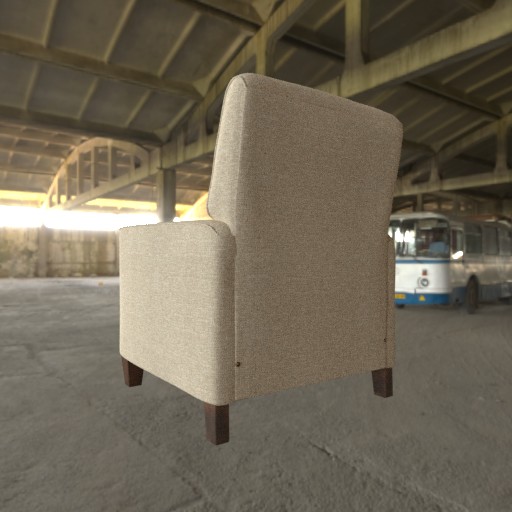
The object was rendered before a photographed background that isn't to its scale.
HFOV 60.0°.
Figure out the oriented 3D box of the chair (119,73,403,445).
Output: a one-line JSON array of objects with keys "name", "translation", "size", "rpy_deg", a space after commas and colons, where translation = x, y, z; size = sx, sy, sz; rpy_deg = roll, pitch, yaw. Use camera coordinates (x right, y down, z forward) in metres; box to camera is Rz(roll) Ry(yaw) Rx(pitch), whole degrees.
[{"name": "chair", "translation": [0.000, 0.000, 1.686], "size": [0.841, 1.028, 0.858], "rpy_deg": [0, 0, -36]}]
